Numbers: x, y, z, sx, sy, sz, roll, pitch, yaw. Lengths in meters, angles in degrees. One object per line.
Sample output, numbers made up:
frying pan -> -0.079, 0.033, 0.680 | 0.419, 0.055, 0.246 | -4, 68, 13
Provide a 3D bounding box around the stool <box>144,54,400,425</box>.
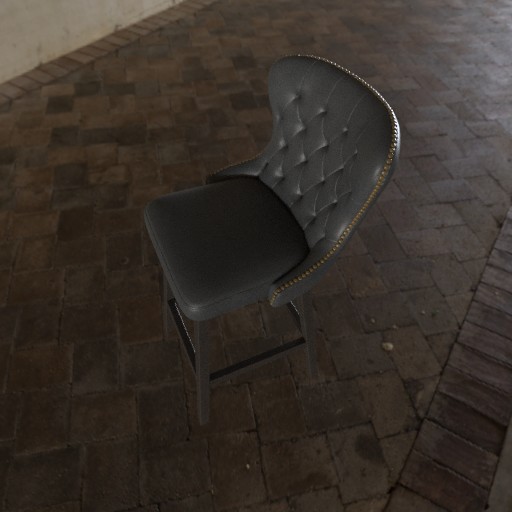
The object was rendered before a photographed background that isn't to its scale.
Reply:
stool -> 0.000, 0.000, 1.325 | 0.593, 0.971, 0.528 | -18, 50, -16
